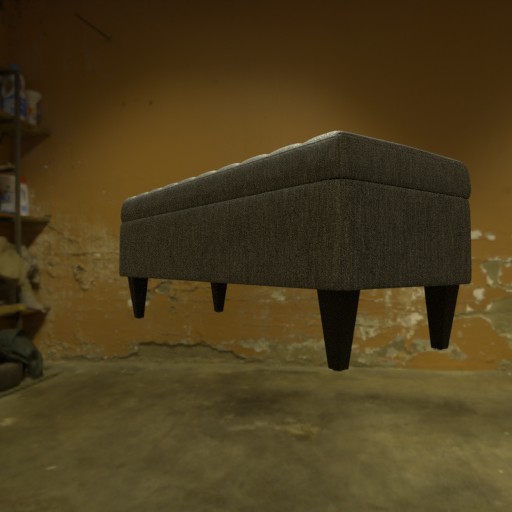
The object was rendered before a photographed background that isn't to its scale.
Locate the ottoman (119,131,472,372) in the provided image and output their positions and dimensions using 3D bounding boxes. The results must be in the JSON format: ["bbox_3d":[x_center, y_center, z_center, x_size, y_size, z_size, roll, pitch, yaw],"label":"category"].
[{"bbox_3d":[0.000,0.000,1.394,0.482,0.469,1.151,1,-1,-36],"label":"ottoman"}]
